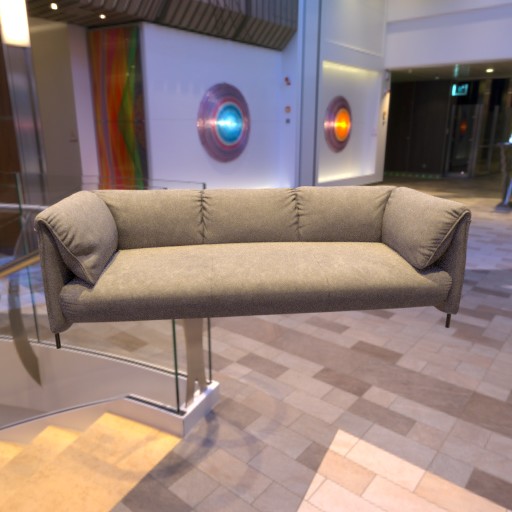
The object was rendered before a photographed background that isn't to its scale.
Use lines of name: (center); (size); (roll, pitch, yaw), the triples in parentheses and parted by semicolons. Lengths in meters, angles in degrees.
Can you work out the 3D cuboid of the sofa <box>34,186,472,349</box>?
sofa: (0.000, 0.000, 2.692); (2.238, 0.758, 0.899); (-2, 16, -6)
